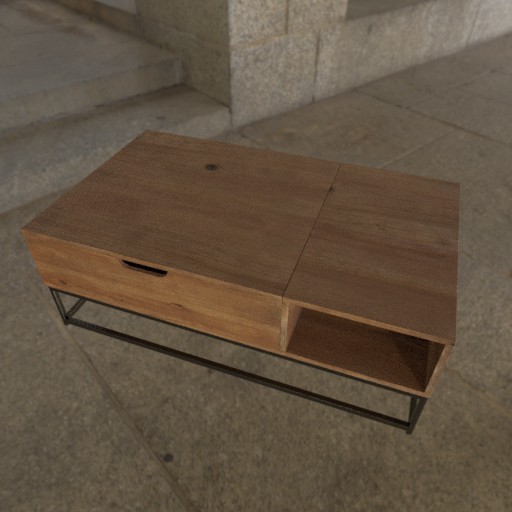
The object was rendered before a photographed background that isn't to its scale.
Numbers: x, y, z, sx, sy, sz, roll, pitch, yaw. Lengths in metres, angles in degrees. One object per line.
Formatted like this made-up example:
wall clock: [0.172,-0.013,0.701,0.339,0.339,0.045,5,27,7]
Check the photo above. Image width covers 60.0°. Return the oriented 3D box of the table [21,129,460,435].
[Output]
table: [0.000,0.000,1.401,1.101,0.395,0.655,13,42,15]
